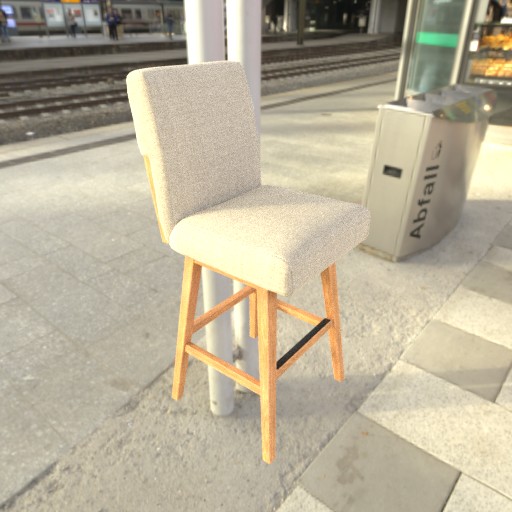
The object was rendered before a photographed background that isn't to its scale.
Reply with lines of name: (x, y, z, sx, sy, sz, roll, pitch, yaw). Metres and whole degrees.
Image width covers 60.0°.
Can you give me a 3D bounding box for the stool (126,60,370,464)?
stool: (0.000, 0.000, 1.417, 0.569, 1.106, 0.483, 20, 34, 33)
